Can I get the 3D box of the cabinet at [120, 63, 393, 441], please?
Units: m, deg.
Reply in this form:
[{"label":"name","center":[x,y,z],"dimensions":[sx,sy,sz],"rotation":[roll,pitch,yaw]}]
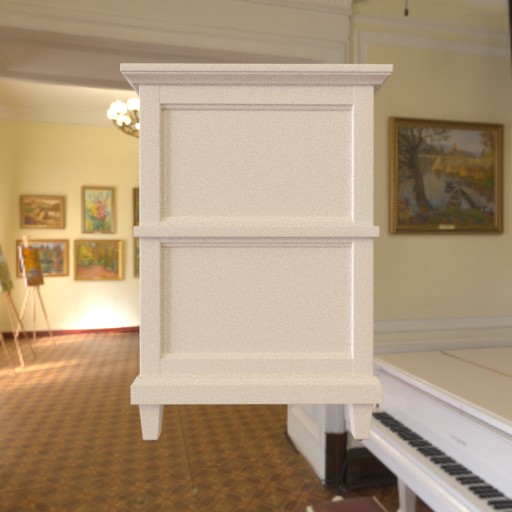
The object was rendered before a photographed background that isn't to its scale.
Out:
[{"label":"cabinet","center":[0.000,0.000,1.161],"dimensions":[0.547,0.775,0.544],"rotation":[0,0,0]}]
